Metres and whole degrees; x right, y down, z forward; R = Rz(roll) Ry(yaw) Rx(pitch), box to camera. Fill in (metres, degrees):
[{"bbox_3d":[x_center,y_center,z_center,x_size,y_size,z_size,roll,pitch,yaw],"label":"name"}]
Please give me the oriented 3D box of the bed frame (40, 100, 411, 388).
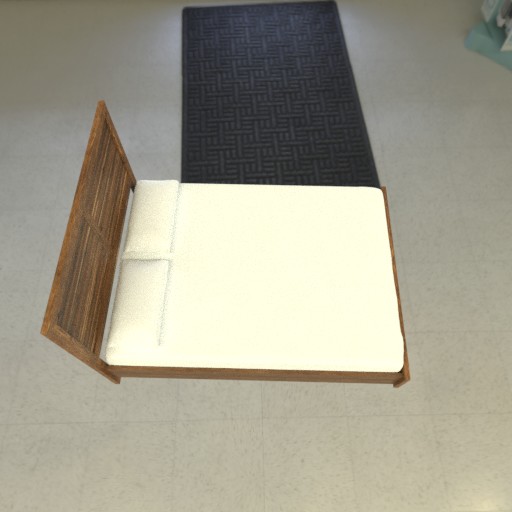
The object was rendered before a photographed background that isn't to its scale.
[{"bbox_3d":[0.000,0.000,3.371,2.276,1.417,1.696,1,63,1],"label":"bed frame"}]
